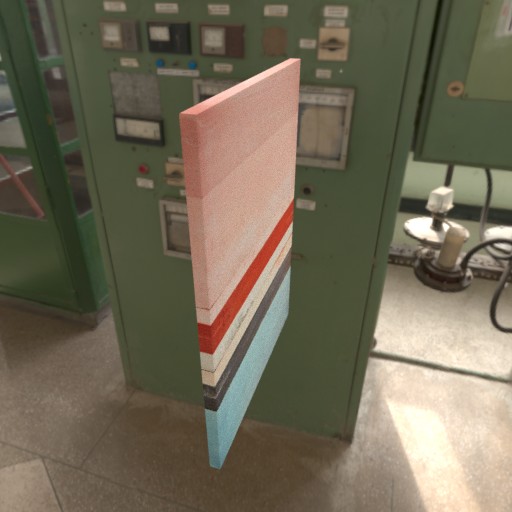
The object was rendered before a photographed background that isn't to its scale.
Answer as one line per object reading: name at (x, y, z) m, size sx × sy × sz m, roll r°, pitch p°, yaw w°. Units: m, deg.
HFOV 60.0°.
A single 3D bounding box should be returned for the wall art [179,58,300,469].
wall art at (0.000, 0.000, 1.348) m, size 0.039 × 1.016 × 0.761 m, roll 10°, pitch 32°, yaw 16°
